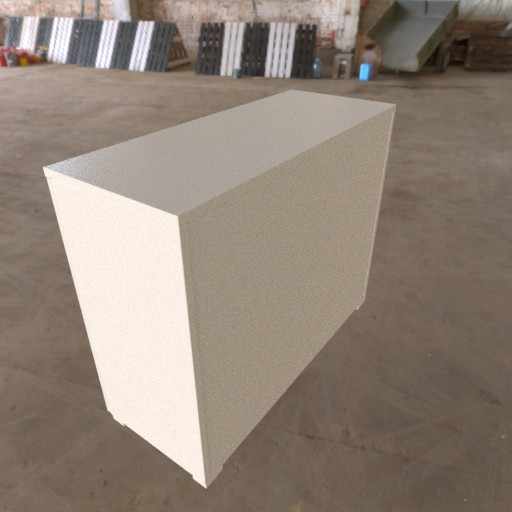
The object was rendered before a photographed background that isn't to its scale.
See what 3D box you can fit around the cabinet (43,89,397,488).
[{"bbox_3d":[0.000,0.000,1.401,0.400,0.800,1.000,21,37,30],"label":"cabinet"}]
